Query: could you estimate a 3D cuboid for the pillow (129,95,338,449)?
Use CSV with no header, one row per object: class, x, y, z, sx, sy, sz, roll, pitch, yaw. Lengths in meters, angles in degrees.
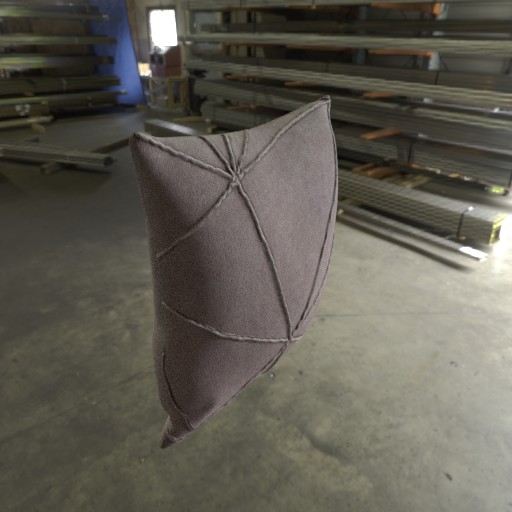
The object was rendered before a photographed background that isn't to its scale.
pillow,0.000,0.000,0.682,0.185,0.440,0.439,18,32,31
